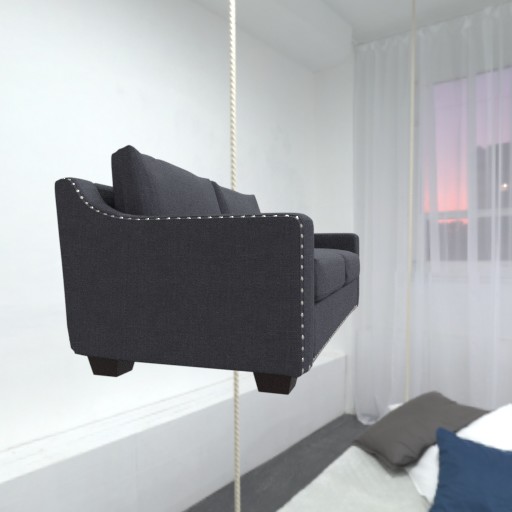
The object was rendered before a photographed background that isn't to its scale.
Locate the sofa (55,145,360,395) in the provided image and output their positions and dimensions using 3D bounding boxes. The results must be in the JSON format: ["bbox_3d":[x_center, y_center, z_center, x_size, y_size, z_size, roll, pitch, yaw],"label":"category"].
[{"bbox_3d":[0.000,0.000,3.253,1.336,1.196,2.550,0,1,18],"label":"sofa"}]
